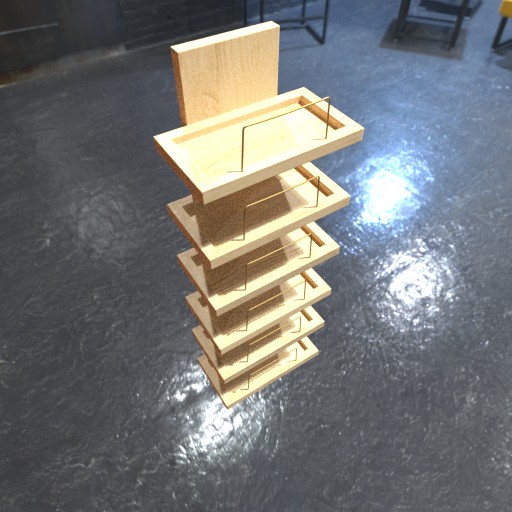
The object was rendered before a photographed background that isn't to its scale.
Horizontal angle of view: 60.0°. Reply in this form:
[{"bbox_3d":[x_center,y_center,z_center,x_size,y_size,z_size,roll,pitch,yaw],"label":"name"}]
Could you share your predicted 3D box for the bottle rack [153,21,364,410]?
[{"bbox_3d":[0.000,0.000,1.048,0.330,0.943,0.206,-26,53,-21],"label":"bottle rack"}]
